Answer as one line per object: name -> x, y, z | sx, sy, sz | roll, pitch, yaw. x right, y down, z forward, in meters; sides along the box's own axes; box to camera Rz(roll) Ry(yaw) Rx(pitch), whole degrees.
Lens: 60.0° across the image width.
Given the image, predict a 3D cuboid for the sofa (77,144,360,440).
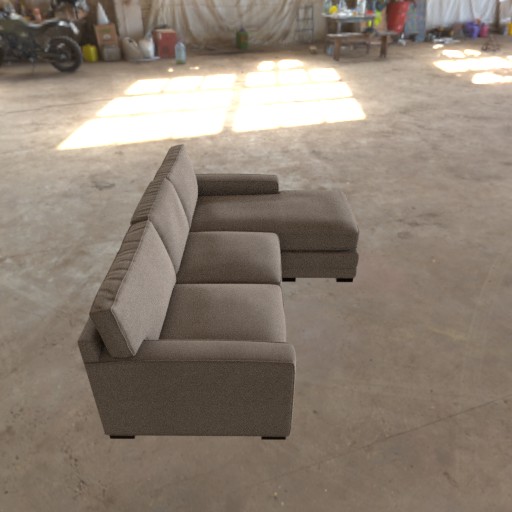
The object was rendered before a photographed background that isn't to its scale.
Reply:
sofa -> 0.000, 0.000, 2.853 | 1.496, 0.861, 2.087 | 0, 33, 0
